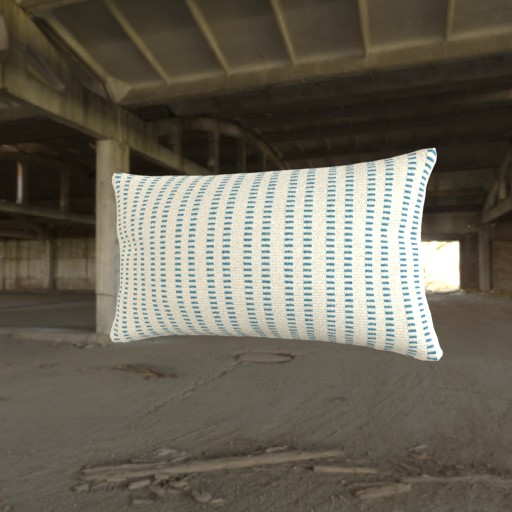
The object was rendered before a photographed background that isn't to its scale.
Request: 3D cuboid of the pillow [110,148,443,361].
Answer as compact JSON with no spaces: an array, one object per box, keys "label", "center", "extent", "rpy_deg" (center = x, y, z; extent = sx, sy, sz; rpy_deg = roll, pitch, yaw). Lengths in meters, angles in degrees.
[{"label":"pillow","center":[0.000,0.000,0.821],"extent":[0.640,0.353,0.210],"rpy_deg":[-1,-2,18]}]
